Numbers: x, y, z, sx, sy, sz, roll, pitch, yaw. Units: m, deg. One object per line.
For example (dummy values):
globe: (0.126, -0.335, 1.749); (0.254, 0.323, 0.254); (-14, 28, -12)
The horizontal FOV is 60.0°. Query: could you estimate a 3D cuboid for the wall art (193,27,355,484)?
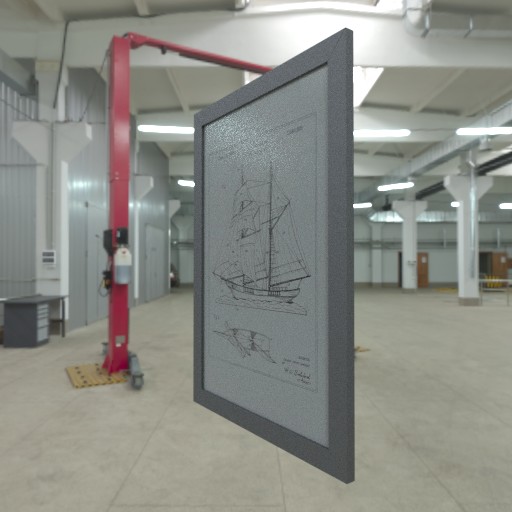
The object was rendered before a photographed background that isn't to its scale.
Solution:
wall art: (0.000, 0.000, 0.674); (0.013, 0.534, 0.380); (1, -1, -36)
